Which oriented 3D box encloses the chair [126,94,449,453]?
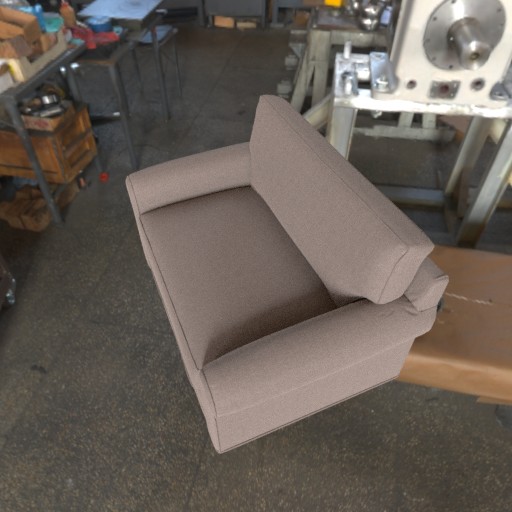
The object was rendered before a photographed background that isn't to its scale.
[{"bbox_3d":[0.000,0.000,2.043,0.930,0.930,1.390,-17,48,-16],"label":"chair"}]
